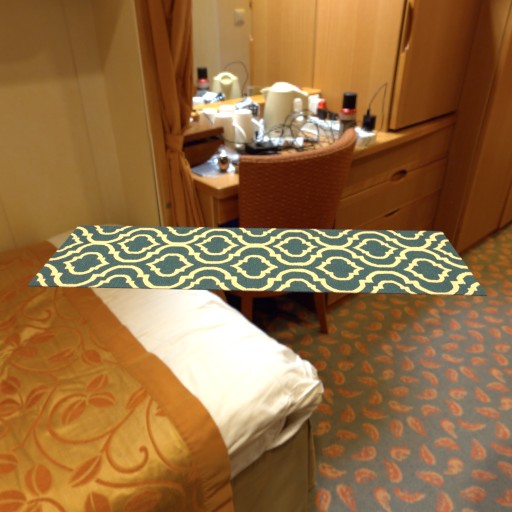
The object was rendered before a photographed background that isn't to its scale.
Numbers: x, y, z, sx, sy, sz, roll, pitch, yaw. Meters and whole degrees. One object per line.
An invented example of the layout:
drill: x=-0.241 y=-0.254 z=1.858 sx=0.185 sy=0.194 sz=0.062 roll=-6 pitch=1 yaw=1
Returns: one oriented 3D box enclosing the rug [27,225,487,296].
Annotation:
rug: x=0.000 y=0.000 z=2.508 sx=2.296 sy=0.006 sz=0.685 roll=1 pitch=30 yaw=2
